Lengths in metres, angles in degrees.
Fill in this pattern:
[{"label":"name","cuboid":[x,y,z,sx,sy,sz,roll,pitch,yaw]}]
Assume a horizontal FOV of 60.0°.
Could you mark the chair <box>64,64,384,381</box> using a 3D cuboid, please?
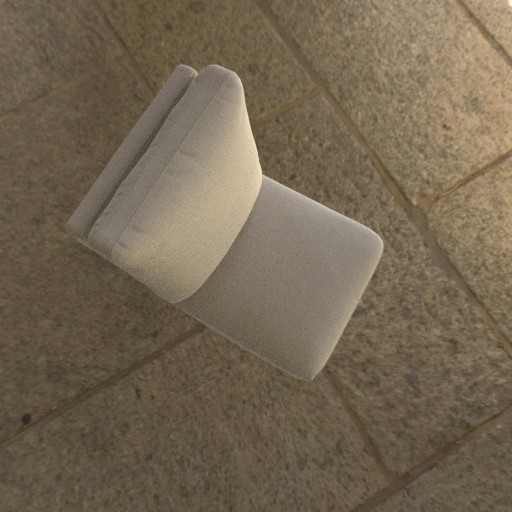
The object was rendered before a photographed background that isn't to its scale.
[{"label":"chair","cuboid":[0.000,0.000,1.334,0.698,0.927,0.503,29,78,7]}]
